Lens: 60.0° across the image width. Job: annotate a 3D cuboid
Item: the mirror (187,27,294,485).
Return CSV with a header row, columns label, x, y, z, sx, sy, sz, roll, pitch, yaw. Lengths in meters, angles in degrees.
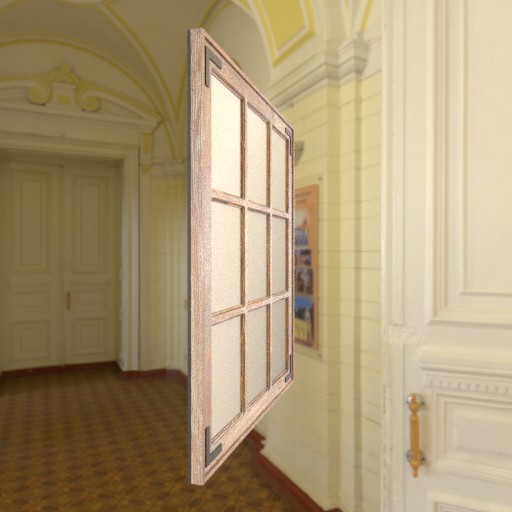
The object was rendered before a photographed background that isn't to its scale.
label,x,y,z,sx,sy,sz,roll,pitch,yaw
mirror,0.000,0.000,1.204,0.032,0.882,0.730,0,1,19
